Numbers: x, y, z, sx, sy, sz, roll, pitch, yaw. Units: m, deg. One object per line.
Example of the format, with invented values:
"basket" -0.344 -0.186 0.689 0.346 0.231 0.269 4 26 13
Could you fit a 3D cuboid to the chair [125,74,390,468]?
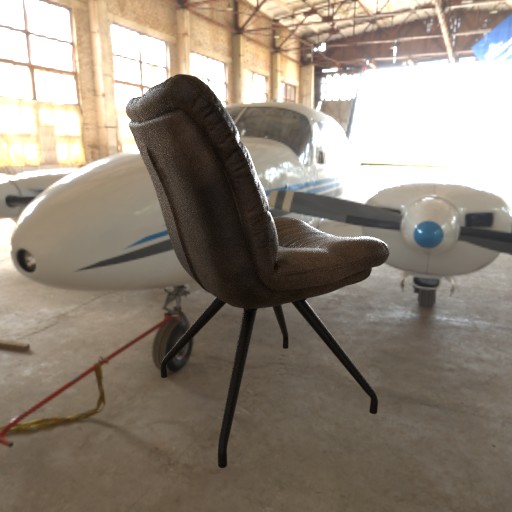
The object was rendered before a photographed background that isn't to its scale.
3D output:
"chair" 0.000 0.000 1.253 0.622 0.870 0.549 -7 15 -27
